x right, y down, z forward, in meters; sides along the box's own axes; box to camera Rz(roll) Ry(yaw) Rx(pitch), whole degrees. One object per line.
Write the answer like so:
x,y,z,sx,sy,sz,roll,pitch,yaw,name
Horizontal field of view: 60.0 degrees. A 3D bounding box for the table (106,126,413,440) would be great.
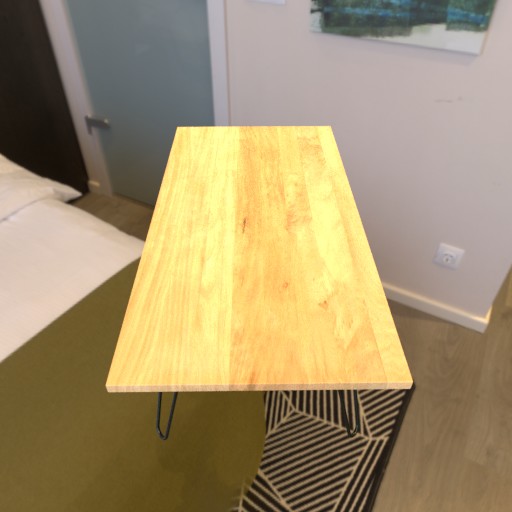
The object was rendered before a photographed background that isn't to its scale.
0.000,0.000,1.645,0.699,0.400,1.348,0,41,-1,table
